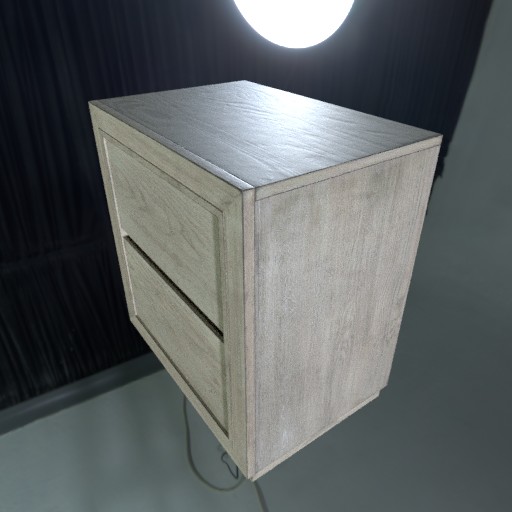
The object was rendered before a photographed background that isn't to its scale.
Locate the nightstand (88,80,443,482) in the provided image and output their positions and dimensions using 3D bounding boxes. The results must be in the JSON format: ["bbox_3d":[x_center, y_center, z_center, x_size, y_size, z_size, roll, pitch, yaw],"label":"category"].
[{"bbox_3d":[0.000,0.000,1.068,0.483,0.673,0.612,-21,37,-30],"label":"nightstand"}]
